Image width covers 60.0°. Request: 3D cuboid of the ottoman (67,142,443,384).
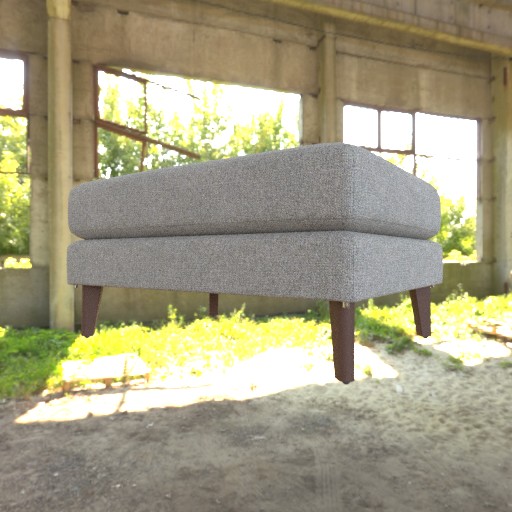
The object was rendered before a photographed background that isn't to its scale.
[{"bbox_3d":[0.000,0.000,1.184,0.821,0.441,0.611,0,0,35],"label":"ottoman"}]
